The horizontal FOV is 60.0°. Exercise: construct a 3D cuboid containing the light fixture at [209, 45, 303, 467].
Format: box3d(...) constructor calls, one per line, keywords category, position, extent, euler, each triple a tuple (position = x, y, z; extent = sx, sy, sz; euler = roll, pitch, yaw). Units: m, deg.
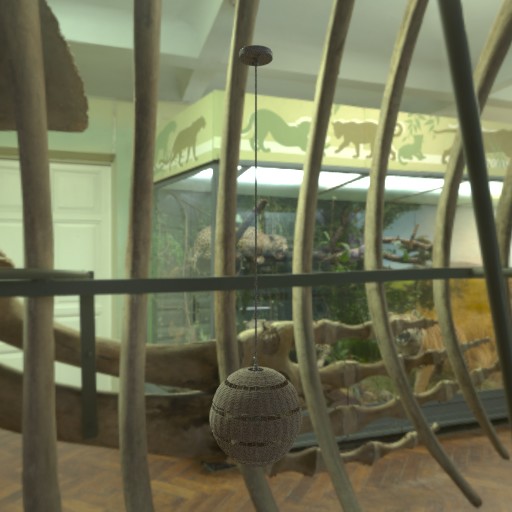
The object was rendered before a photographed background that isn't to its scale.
box3d(category="light fixture", position=(0.000, 0.000, 2.197), extent=(0.457, 2.019, 0.457), euler=(0, -1, -18))
